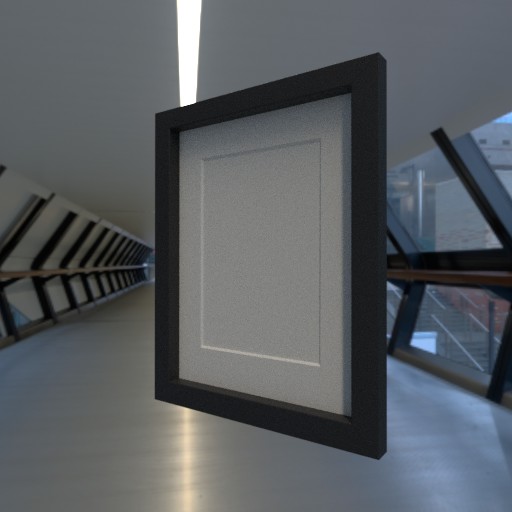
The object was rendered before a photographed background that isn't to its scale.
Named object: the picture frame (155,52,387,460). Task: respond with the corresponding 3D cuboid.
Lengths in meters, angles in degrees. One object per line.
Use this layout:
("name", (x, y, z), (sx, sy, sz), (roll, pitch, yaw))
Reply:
("picture frame", (0.000, 0.000, 0.518), (0.307, 0.383, 0.036), (0, 0, 35))
